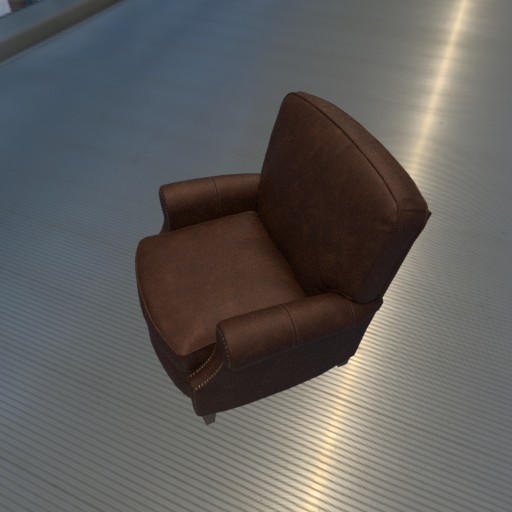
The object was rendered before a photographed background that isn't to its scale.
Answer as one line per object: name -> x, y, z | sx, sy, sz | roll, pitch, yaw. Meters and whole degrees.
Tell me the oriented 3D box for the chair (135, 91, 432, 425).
chair -> 0.000, 0.000, 1.797 | 0.986, 1.018, 0.936 | -17, 49, -15
